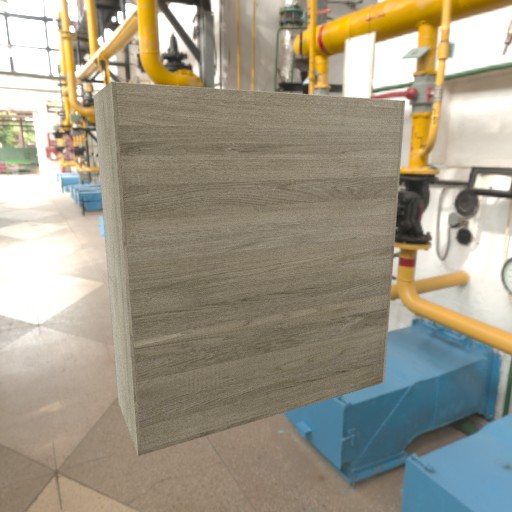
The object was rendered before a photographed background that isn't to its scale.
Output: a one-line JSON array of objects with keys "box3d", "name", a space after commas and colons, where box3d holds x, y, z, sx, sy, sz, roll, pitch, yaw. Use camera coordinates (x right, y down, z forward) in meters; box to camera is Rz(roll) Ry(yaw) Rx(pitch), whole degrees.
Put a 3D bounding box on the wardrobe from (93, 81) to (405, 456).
[{"box3d": [0.000, 0.000, 2.891, 1.780, 1.960, 0.629, -7, 15, -26], "name": "wardrobe"}]
